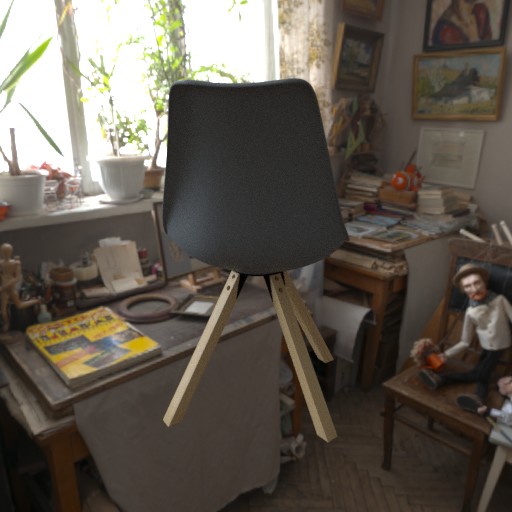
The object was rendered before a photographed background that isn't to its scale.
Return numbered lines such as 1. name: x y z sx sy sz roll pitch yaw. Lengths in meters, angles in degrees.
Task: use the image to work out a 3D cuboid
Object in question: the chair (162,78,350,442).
1. chair: 0.000 0.000 1.192 0.485 0.850 0.549 2 18 8
